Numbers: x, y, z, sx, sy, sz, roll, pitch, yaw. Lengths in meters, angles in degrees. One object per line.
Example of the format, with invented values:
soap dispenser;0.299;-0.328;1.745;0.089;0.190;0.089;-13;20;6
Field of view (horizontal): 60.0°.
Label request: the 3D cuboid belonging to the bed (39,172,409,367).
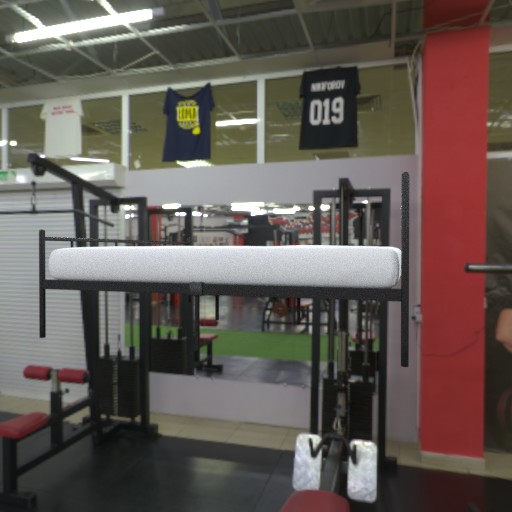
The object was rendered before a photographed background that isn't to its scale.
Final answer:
bed;0.000;0.000;3.137;2.040;0.940;1.880;0;1;19
